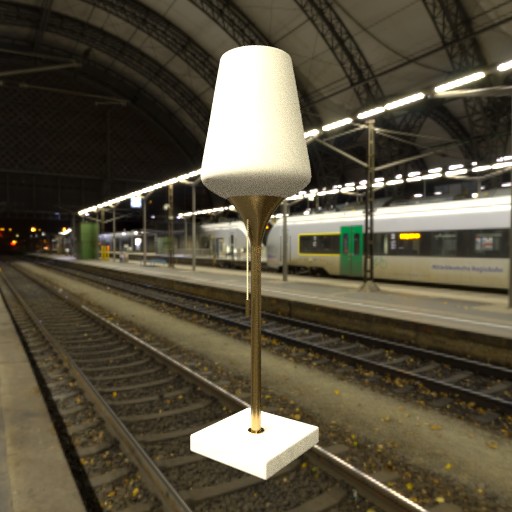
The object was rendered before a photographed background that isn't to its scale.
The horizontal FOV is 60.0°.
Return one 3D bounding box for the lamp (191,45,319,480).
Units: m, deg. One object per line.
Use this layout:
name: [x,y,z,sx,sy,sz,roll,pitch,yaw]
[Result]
lamp: [0.000,0.000,0.734,0.181,0.639,0.181,1,2,37]
